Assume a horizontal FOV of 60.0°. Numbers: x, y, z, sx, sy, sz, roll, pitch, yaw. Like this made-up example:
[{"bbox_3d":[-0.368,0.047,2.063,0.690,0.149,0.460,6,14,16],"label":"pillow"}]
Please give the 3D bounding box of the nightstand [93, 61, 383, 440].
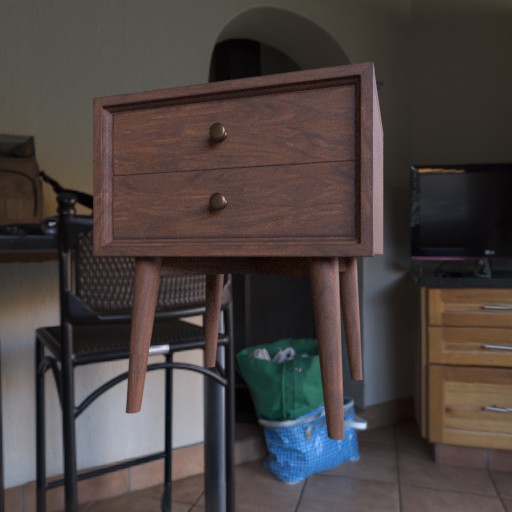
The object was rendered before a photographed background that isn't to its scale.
[{"bbox_3d":[0.000,0.000,0.970,0.521,0.607,0.445,0,0,18],"label":"nightstand"}]
